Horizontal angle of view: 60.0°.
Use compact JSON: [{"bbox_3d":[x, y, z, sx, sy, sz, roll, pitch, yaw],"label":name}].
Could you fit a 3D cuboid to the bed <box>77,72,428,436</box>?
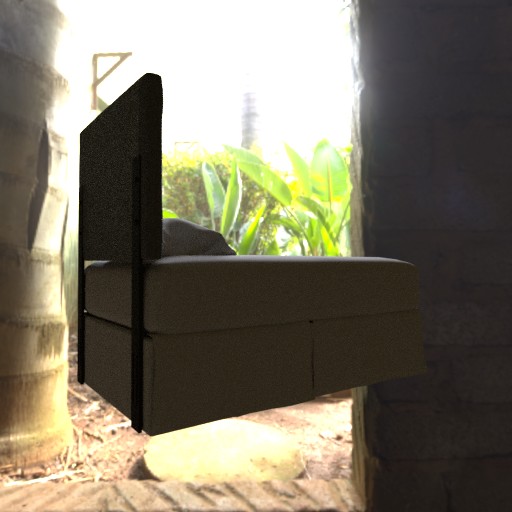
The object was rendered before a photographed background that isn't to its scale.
[{"bbox_3d":[0.000,0.000,2.917,1.997,1.571,1.261,1,-1,-36],"label":"bed"}]
